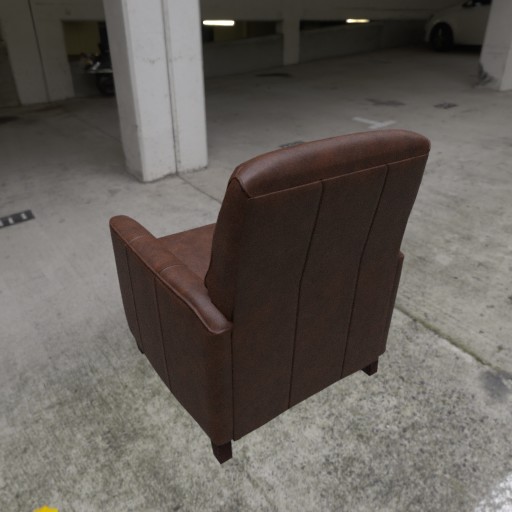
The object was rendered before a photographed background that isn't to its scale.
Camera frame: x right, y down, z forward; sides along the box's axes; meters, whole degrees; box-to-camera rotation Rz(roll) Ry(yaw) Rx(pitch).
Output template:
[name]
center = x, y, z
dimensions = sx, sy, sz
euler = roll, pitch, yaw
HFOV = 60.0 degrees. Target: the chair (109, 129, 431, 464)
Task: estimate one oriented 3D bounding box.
[chair]
center = 0.000, 0.000, 1.616
dimensions = 0.839, 1.010, 0.850
euler = -18, 33, -30
